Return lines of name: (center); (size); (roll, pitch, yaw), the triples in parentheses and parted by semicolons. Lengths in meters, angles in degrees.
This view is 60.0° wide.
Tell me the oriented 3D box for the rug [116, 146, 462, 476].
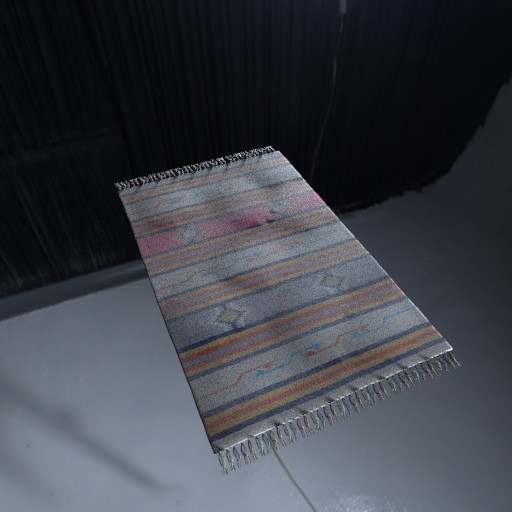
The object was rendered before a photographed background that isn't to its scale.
rug: (0.000, 0.000, 2.269); (1.084, 0.013, 1.849); (-18, 48, -17)
